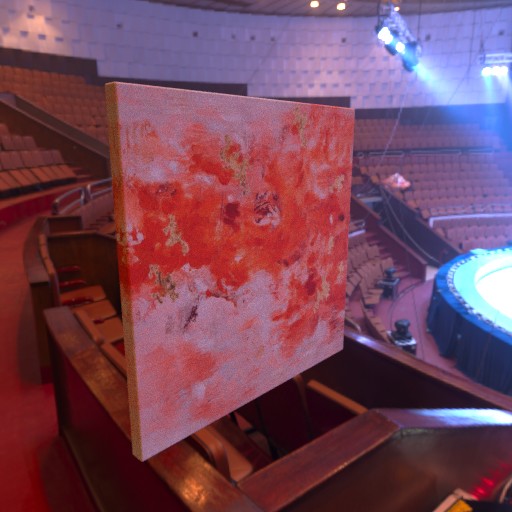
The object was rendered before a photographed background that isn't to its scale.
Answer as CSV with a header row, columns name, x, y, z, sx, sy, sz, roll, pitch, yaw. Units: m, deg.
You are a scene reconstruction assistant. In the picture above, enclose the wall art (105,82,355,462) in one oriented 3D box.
name,x,y,z,sx,sy,sz,roll,pitch,yaw
wall art,0.000,0.000,1.115,0.064,0.746,0.747,13,19,43
